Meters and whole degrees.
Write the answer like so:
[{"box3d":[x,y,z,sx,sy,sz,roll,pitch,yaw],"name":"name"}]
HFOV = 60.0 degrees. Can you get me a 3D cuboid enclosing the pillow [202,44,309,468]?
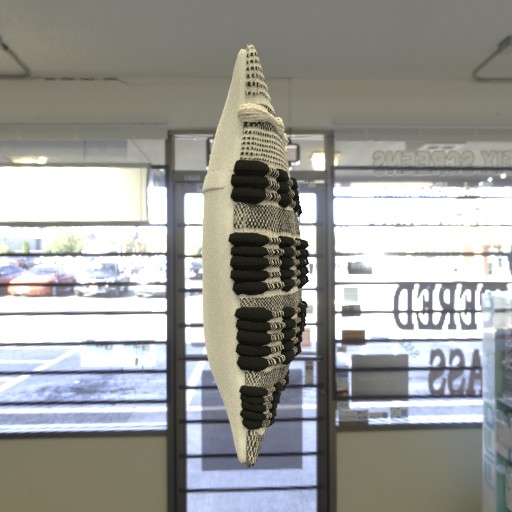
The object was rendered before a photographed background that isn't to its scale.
[{"box3d":[0.000,0.000,0.668,0.156,0.438,0.436,0,0,0],"name":"pillow"}]
